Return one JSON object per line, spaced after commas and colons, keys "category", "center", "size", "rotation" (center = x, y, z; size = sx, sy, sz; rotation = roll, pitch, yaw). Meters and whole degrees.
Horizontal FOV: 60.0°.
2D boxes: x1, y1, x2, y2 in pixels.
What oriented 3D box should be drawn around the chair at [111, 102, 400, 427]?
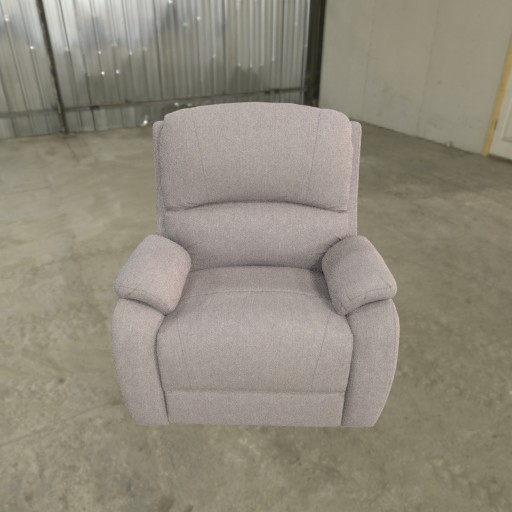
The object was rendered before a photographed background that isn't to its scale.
{"category": "chair", "center": [0.000, 0.000, 1.697], "size": [0.930, 1.011, 0.899], "rotation": [0, 30, 0]}
